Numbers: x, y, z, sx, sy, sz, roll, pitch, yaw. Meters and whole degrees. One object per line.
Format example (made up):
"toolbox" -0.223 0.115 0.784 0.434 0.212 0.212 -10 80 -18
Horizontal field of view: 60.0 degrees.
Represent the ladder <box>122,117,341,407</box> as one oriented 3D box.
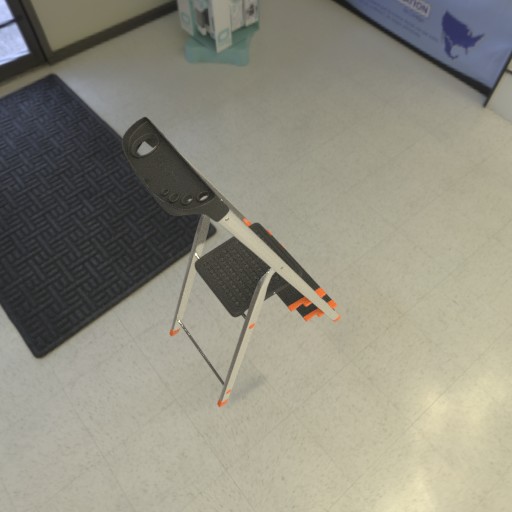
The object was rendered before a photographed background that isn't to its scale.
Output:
"ladder" 0.000 0.000 1.527 0.686 1.229 0.416 -32 64 -18
